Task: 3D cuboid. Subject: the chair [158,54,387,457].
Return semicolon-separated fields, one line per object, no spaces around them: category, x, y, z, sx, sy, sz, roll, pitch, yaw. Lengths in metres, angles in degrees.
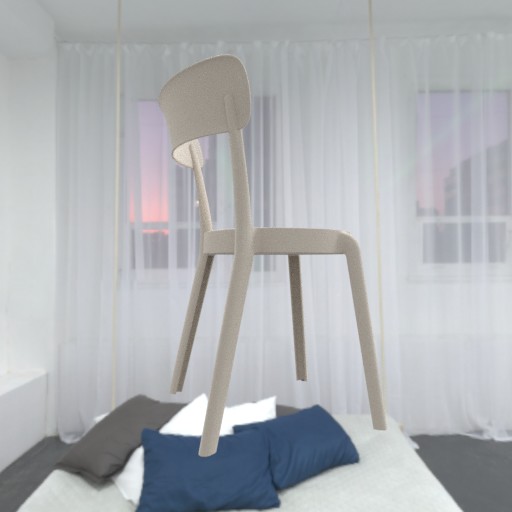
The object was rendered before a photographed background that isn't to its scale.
chair;0.000;0.000;1.140;0.491;0.790;0.506;0;0;-19
